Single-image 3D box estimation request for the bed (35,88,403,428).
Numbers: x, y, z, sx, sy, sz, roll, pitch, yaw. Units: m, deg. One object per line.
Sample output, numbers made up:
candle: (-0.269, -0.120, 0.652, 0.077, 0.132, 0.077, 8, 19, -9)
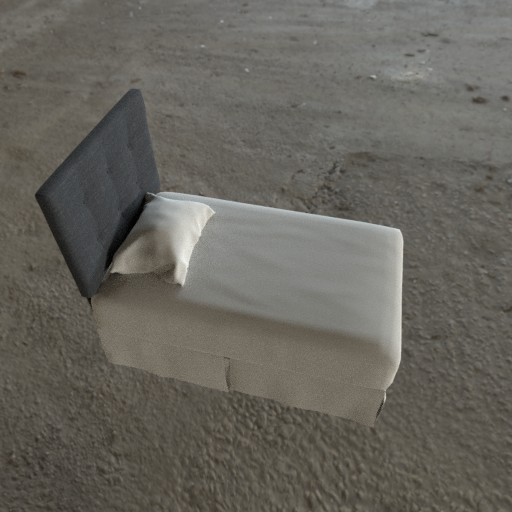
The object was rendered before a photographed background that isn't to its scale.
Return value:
bed: (0.000, 0.000, 2.943, 1.997, 1.571, 1.261, 10, 48, 9)
